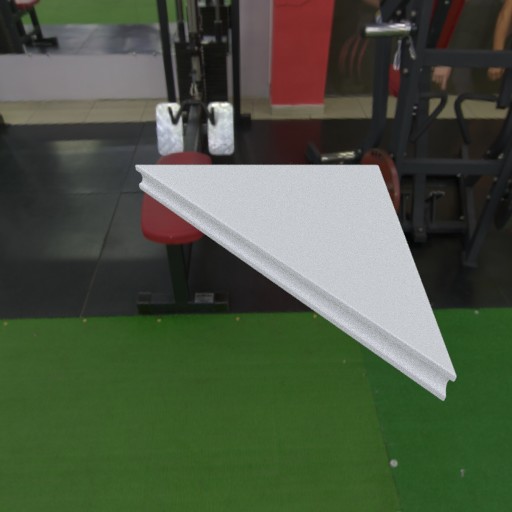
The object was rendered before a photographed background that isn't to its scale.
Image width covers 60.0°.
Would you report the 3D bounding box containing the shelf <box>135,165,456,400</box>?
[{"bbox_3d":[0.000,0.000,0.441,0.296,0.035,0.296,0,42,0],"label":"shelf"}]
